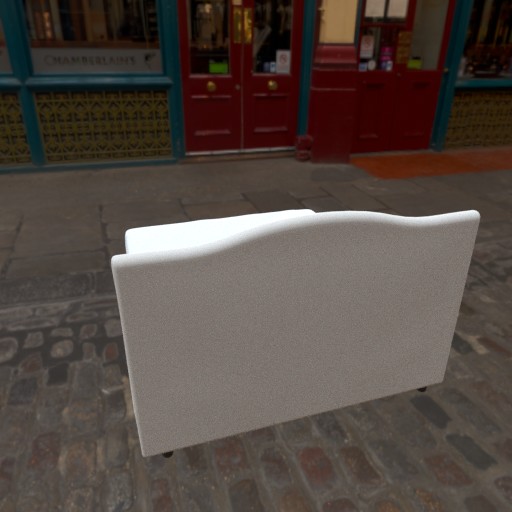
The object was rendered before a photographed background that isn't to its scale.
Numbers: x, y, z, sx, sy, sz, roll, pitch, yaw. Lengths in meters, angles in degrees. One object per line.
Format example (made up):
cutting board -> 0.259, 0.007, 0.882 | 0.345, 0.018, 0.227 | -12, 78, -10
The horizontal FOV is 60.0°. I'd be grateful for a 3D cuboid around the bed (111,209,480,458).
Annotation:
bed -> 0.000, 0.000, 3.482 | 2.083, 1.421, 2.182 | -8, 26, -16
